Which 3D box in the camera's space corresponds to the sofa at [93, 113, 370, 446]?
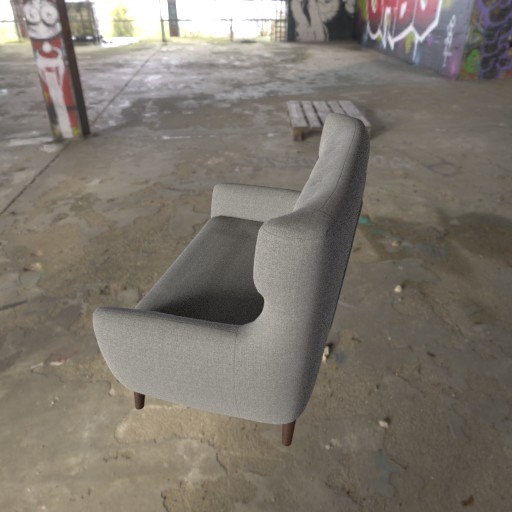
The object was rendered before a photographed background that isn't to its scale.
[{"bbox_3d":[0.000,0.000,2.028,0.884,1.028,1.386,8,32,14],"label":"sofa"}]
